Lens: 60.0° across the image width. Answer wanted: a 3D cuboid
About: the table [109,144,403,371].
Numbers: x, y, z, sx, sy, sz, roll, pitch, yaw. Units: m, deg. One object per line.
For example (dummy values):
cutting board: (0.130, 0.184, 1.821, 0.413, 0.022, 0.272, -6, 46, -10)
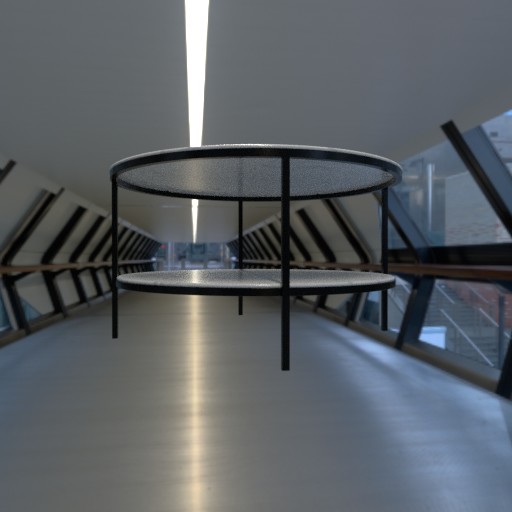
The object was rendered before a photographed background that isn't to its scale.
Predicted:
table: (0.000, 0.000, 1.274, 0.800, 0.450, 0.800, 0, 1, 0)
